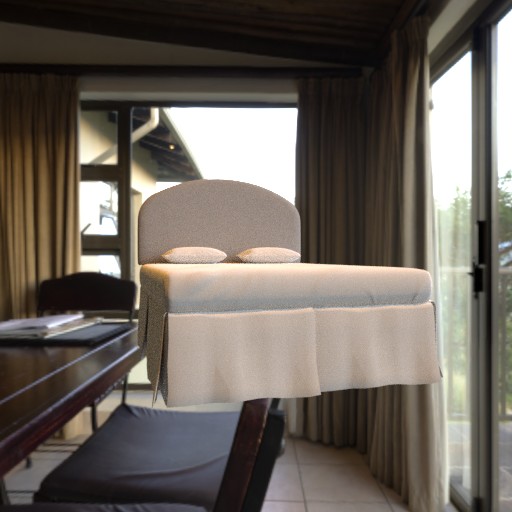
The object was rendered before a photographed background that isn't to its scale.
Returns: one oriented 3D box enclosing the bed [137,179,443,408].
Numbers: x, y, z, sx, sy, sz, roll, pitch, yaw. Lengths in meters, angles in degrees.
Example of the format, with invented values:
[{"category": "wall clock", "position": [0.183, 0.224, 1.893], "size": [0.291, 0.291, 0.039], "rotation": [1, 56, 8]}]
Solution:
[{"category": "bed", "position": [0.000, 0.000, 3.156], "size": [1.607, 1.410, 2.005], "rotation": [0, 0, -18]}]
